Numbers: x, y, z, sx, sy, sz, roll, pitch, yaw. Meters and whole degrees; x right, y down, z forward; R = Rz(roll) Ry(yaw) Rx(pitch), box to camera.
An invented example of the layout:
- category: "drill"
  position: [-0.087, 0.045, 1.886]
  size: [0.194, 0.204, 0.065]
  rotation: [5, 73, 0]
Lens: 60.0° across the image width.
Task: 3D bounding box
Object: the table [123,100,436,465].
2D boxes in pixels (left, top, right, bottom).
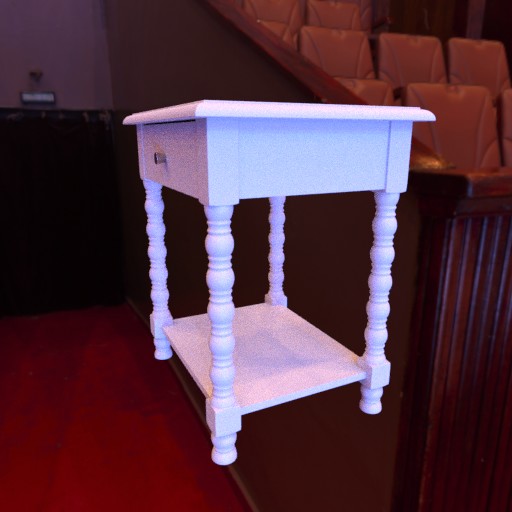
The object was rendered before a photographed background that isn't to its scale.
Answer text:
- category: "table"
  position: [0.000, 0.000, 0.854]
  size: [0.381, 0.531, 0.460]
  rotation: [-7, 17, -25]
